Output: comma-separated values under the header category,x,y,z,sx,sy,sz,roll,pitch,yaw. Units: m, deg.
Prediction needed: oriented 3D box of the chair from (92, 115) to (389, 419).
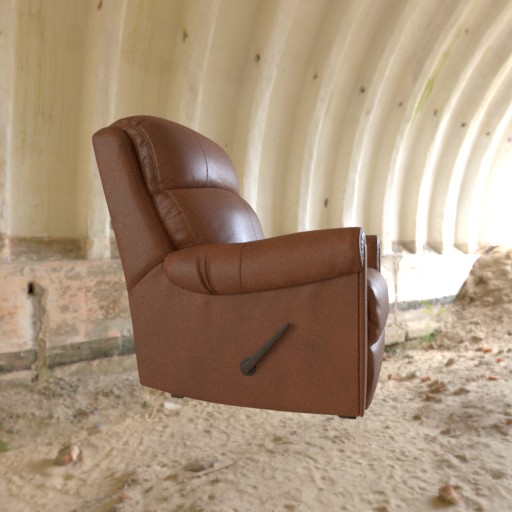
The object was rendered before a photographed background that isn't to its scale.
category,x,y,z,sx,sy,sz,roll,pitch,yaw
chair,0.000,0.000,1.774,1.014,1.054,0.838,0,1,19
